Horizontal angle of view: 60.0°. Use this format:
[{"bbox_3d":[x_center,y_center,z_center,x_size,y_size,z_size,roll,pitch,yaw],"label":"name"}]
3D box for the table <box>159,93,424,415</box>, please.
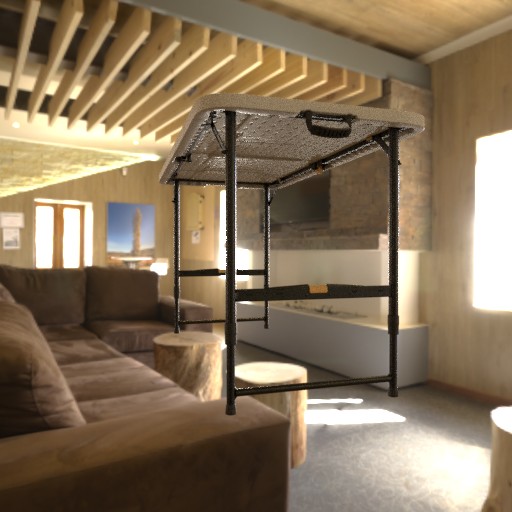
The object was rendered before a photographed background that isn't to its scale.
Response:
[{"bbox_3d":[0.000,0.000,1.617,0.611,0.737,1.245,0,1,-17],"label":"table"}]
